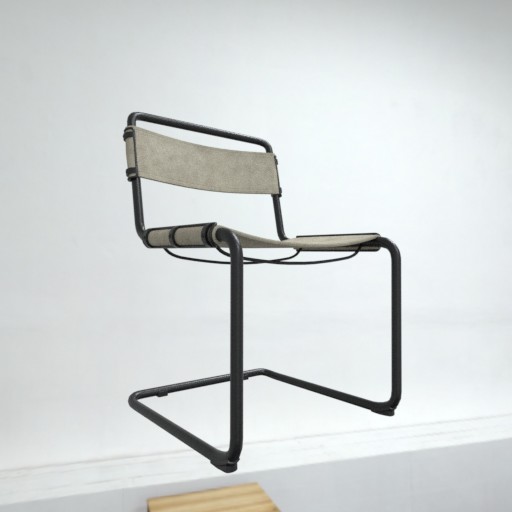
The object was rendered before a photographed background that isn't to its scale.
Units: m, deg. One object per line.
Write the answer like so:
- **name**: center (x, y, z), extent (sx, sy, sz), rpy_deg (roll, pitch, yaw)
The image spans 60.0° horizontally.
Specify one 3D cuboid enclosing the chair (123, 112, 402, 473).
- **chair**: center (0.000, 0.000, 1.072), extent (0.499, 0.747, 0.497), rpy_deg (1, -1, -38)
